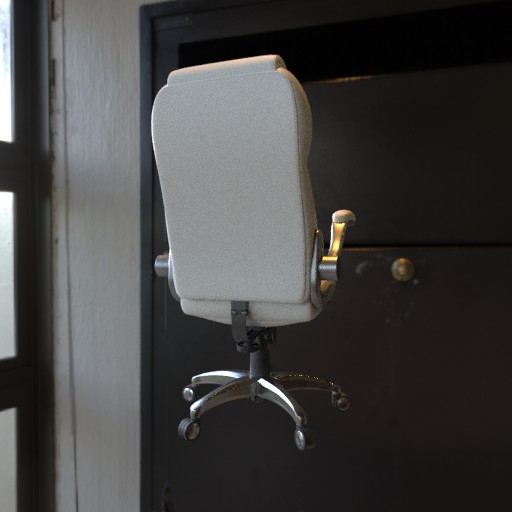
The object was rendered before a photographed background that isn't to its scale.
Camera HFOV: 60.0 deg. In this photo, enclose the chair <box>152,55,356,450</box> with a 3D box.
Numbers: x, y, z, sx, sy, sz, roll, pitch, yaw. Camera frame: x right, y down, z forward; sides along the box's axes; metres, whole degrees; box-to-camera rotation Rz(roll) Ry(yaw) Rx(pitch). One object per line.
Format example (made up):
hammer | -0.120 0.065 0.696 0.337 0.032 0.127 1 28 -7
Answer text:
chair | 0.000 0.000 1.846 0.755 1.330 0.806 0 1 20
